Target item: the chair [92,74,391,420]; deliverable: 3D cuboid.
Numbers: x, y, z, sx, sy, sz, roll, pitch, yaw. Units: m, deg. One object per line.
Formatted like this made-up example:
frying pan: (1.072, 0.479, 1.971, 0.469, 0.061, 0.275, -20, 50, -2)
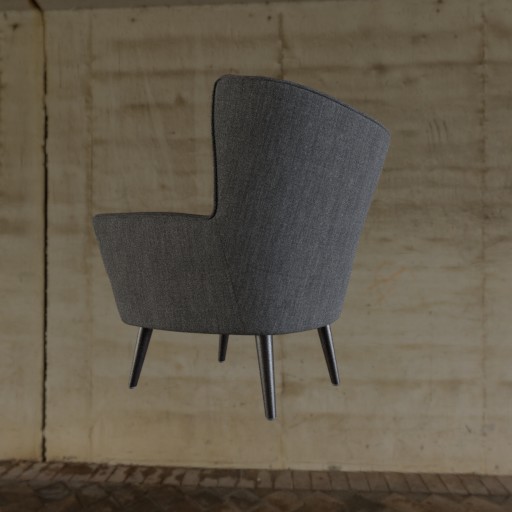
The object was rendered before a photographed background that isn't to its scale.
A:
chair: (0.000, 0.000, 1.556, 0.888, 0.933, 0.781, 0, -1, 36)
